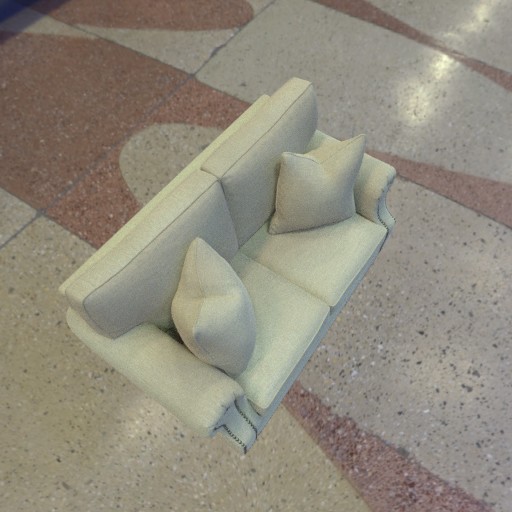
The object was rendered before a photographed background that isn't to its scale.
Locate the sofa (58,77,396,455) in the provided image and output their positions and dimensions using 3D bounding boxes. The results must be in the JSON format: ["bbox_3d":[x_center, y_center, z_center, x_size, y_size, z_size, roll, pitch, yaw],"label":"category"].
[{"bbox_3d":[0.000,0.000,2.276,0.966,0.966,1.701,31,63,18],"label":"sofa"}]
